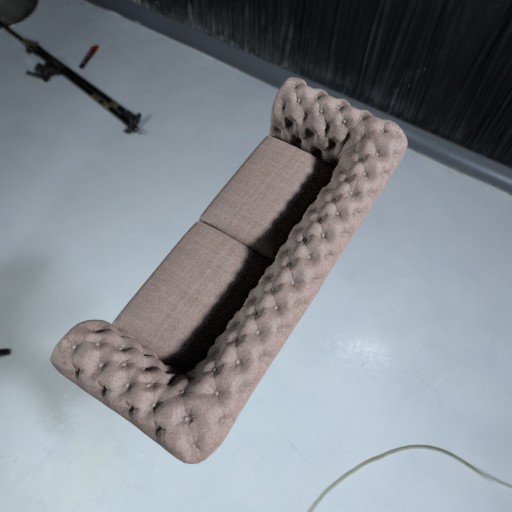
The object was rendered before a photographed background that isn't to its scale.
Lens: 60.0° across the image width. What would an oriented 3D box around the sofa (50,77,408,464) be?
[{"bbox_3d":[0.000,0.000,2.796,0.944,0.787,2.385,30,67,14],"label":"sofa"}]
